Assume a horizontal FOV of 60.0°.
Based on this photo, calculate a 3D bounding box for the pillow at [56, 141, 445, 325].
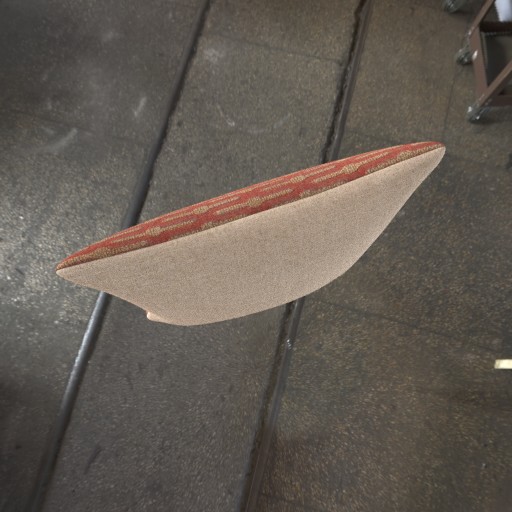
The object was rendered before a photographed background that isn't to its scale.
[{"bbox_3d":[0.000,0.000,0.781,0.511,0.503,0.182,-18,76,-5],"label":"pillow"}]
